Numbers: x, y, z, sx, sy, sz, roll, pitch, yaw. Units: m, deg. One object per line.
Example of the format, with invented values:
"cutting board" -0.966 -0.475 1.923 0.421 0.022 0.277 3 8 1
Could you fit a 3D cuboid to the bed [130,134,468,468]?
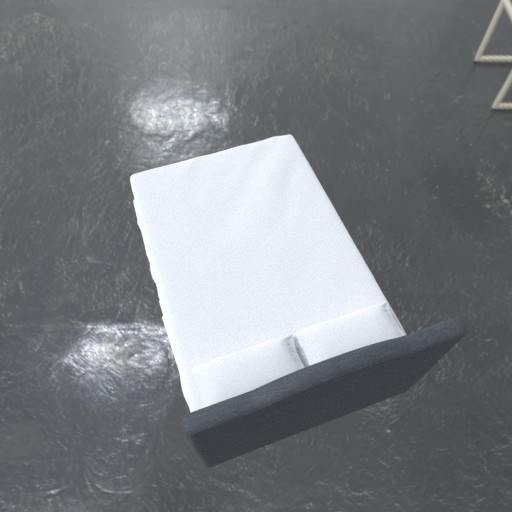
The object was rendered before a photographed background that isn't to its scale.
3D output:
"bed" 0.000 0.000 3.521 1.747 1.441 2.507 -17 60 -10
